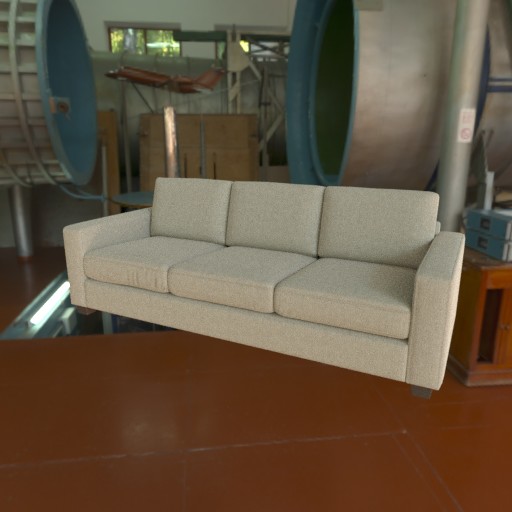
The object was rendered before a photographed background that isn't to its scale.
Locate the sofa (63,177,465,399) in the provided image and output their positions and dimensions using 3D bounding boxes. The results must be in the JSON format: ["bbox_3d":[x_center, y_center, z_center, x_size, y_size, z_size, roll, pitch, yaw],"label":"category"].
[{"bbox_3d":[0.000,0.000,2.585,2.160,0.800,0.900,8,17,26],"label":"sofa"}]
